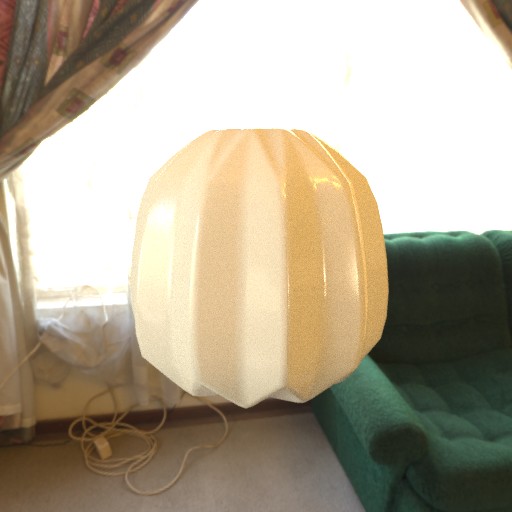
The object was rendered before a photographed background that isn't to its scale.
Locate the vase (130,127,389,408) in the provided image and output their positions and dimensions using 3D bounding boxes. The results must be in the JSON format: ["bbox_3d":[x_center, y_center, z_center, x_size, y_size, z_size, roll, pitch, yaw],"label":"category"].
[{"bbox_3d":[0.000,0.000,0.245,0.139,0.134,0.139,0,13,0],"label":"vase"}]
